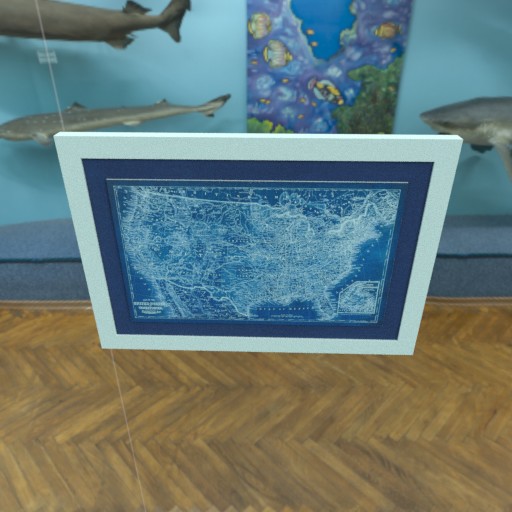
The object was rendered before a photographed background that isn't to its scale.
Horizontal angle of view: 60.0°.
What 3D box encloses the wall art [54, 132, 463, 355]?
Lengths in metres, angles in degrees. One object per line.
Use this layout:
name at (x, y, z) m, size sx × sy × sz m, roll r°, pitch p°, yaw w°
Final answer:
wall art at (0.000, 0.000, 1.661) m, size 1.308 × 0.902 × 0.051 m, roll 1°, pitch 30°, yaw 2°
